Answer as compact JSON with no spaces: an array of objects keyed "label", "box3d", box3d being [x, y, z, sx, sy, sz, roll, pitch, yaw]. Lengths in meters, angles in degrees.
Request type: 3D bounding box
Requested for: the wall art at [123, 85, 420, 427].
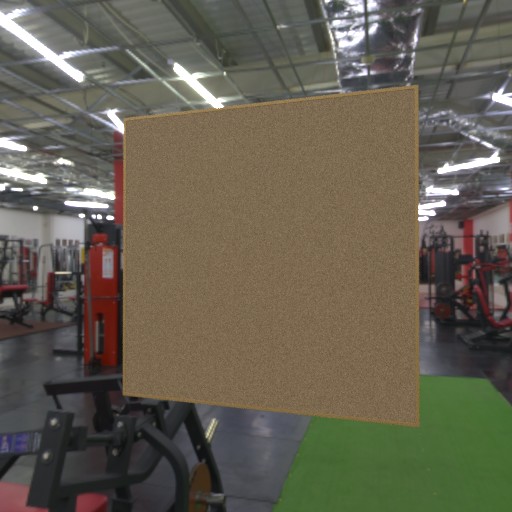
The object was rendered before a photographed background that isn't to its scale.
[{"label":"wall art","box3d":[0.000,0.000,1.394,0.962,0.959,0.013,0,-1,18]}]
